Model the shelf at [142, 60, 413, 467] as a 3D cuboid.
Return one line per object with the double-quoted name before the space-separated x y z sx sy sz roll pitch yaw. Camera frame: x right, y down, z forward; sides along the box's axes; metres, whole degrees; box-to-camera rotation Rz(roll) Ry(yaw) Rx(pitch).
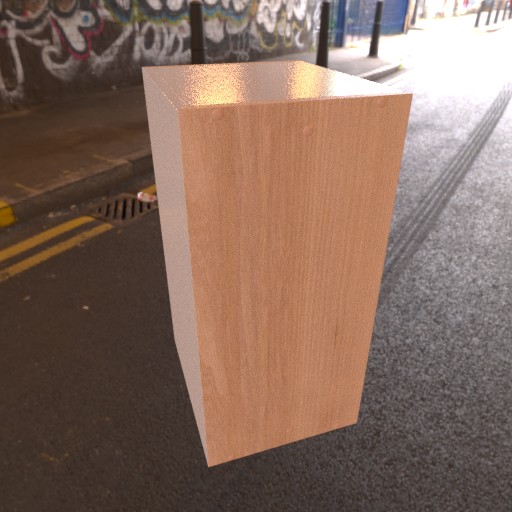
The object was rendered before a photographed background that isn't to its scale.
"shelf" 0.000 0.000 0.797 0.290 0.600 0.350 -10 32 -16
